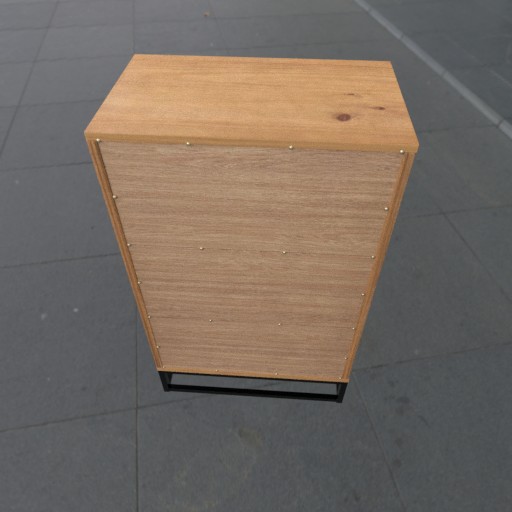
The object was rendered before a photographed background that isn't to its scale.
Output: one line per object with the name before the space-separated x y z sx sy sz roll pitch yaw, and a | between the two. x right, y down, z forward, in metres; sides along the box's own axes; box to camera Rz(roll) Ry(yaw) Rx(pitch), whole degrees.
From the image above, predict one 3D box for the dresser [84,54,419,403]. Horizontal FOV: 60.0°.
dresser | 0.000 0.000 1.602 0.761 1.240 0.479 3 46 3
